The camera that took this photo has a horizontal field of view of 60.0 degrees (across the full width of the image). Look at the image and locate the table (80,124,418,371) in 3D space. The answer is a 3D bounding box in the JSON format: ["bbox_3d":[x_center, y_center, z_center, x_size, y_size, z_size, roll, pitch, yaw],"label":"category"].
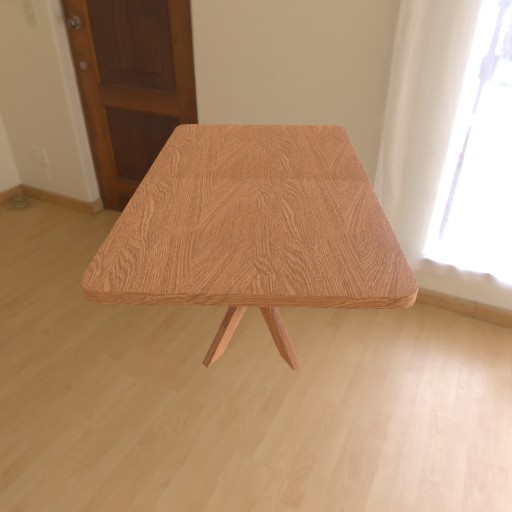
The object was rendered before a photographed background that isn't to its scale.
[{"bbox_3d":[0.000,0.000,2.075,0.950,0.770,1.600,1,32,1],"label":"table"}]
